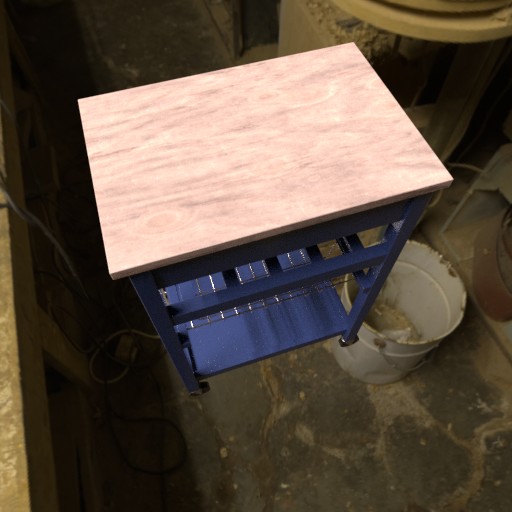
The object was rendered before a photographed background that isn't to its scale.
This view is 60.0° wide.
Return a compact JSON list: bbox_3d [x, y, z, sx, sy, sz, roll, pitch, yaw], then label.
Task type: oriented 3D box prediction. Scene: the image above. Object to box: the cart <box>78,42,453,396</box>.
[{"bbox_3d":[0.000,0.000,1.153,0.584,0.839,0.403,-16,60,-9],"label":"cart"}]
